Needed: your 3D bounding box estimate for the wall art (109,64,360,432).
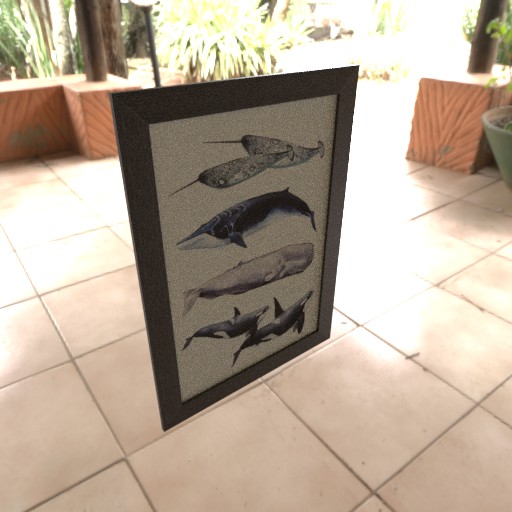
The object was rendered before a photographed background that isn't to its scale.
[{"bbox_3d":[0.000,0.000,1.470,0.810,1.116,0.016,-21,36,-32],"label":"wall art"}]
